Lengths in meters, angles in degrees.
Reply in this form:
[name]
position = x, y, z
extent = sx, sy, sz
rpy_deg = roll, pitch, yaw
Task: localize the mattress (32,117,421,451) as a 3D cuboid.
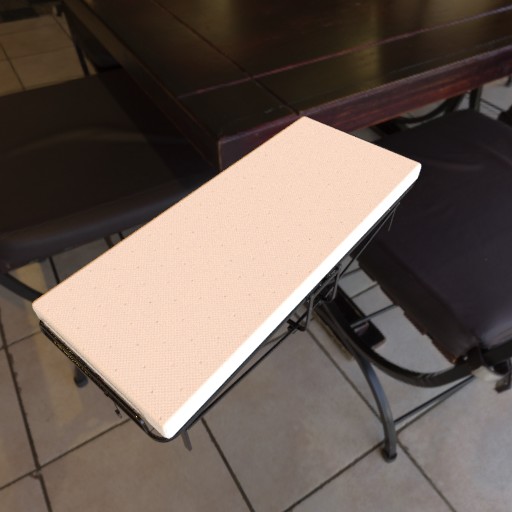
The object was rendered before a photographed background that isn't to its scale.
[mattress]
position = 0.000, 0.000, 2.502
extent = 0.922, 0.519, 2.153
rpy_deg = 31, 55, 26
